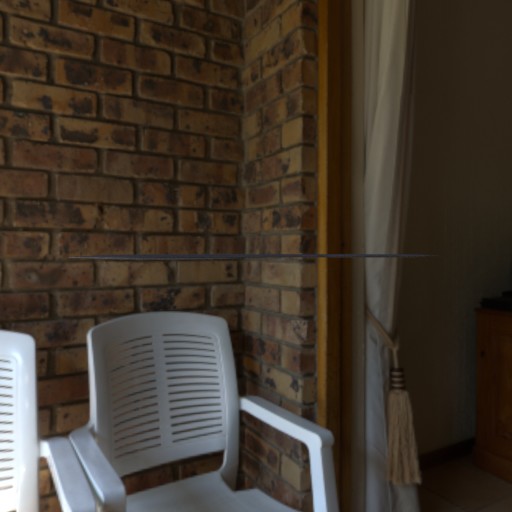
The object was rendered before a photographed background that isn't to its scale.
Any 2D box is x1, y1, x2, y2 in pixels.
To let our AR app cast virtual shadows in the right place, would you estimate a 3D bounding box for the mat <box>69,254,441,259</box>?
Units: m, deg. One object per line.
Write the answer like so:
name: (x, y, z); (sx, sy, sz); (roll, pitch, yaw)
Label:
mat: (0.000, 0.000, 1.835); (1.524, 0.013, 0.913); (0, 0, -35)
